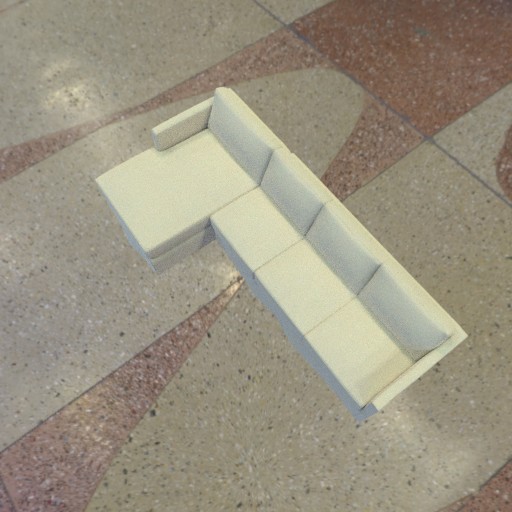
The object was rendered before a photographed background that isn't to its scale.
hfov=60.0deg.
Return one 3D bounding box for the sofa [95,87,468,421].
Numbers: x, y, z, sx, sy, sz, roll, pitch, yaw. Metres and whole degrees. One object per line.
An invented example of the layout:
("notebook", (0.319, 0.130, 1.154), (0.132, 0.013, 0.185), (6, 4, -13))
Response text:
("sofa", (0.000, 0.000, 3.928), (1.650, 0.922, 3.205), (-33, 68, -15))
